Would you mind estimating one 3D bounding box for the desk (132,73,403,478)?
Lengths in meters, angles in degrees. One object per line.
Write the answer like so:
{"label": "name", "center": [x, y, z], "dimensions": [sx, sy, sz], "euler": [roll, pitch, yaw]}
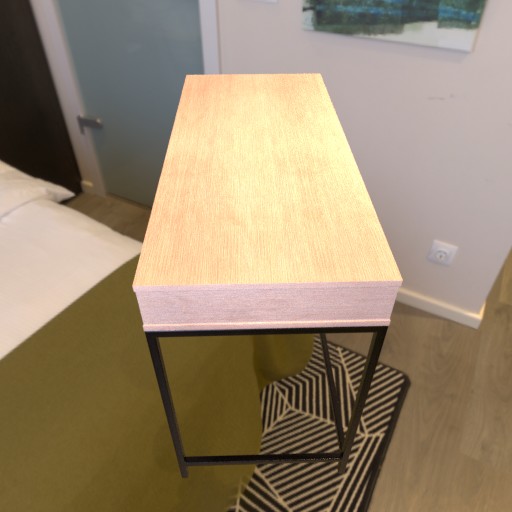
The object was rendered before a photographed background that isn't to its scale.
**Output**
{"label": "desk", "center": [0.000, 0.000, 1.381], "dimensions": [0.470, 0.762, 1.016], "euler": [-1, 41, -1]}
